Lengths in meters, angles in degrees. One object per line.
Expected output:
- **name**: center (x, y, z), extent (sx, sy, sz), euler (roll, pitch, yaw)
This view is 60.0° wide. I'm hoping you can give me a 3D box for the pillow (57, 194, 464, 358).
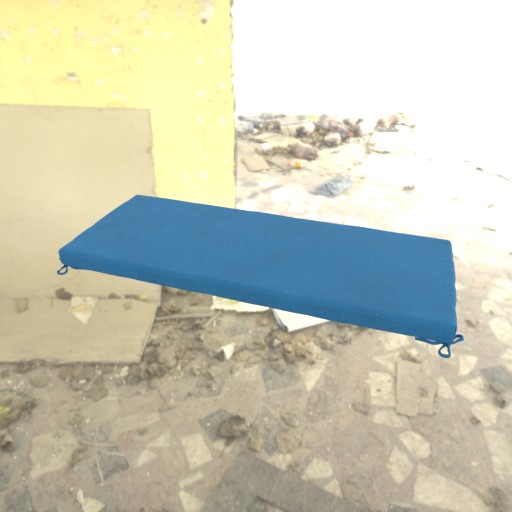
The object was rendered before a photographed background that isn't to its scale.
- **pillow**: center (0.000, 0.000, 1.373), extent (1.187, 0.081, 0.492), euler (10, 33, 16)
